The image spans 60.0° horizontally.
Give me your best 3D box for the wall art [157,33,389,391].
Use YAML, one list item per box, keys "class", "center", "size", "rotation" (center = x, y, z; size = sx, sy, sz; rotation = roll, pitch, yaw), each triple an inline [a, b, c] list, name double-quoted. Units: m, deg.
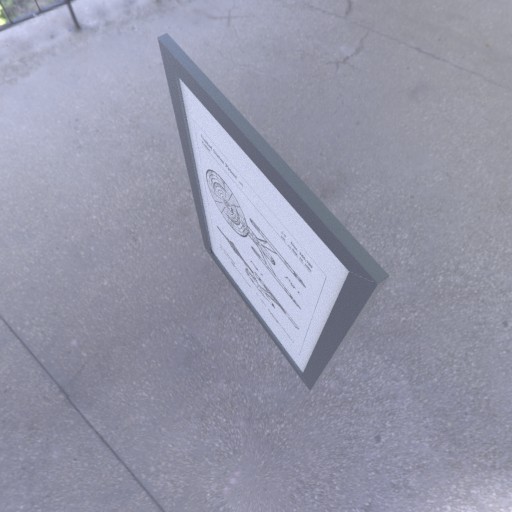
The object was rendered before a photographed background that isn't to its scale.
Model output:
- class: "wall art"
  center: [0.000, 0.000, 0.680]
  size: [0.013, 0.529, 0.376]
  rotation: [-32, 68, -15]
